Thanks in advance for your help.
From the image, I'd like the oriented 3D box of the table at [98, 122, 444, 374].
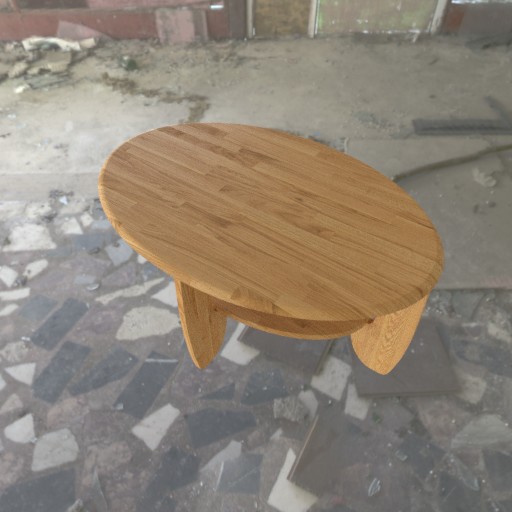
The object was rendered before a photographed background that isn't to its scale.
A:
[{"bbox_3d":[0.000,0.000,1.406,1.040,0.490,0.690,26,52,23],"label":"table"}]
